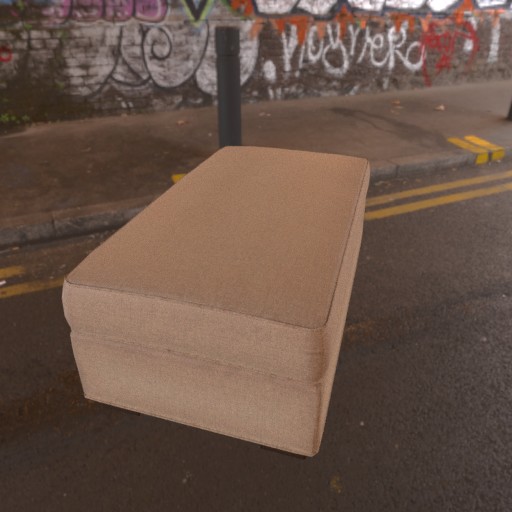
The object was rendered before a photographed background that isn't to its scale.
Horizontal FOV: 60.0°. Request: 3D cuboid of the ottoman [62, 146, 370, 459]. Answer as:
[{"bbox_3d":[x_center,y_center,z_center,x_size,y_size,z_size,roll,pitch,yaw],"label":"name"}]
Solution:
[{"bbox_3d":[0.000,0.000,1.434,0.617,0.448,1.097,9,32,14],"label":"ottoman"}]
